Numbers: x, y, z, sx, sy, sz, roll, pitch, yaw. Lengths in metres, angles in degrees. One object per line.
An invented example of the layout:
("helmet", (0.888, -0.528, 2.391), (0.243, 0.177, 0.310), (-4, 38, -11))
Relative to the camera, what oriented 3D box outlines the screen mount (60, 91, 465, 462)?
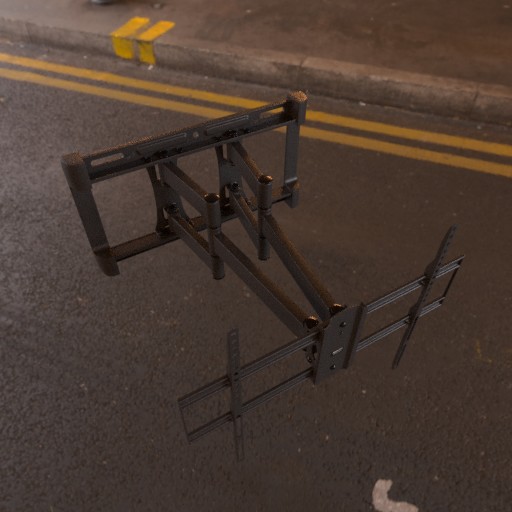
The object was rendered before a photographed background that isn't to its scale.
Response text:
("screen mount", (0.000, 0.000, 1.068), (0.661, 0.491, 0.644), (-22, 49, -21))
